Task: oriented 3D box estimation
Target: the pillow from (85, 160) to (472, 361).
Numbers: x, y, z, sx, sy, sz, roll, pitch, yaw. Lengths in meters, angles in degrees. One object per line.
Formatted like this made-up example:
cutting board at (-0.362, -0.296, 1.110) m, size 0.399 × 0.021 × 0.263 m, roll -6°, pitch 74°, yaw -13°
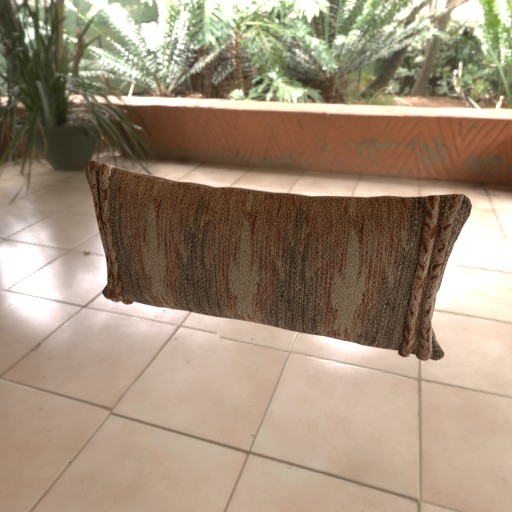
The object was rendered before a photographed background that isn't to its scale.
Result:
pillow at (0.000, 0.000, 0.740) m, size 0.635 × 0.282 × 0.139 m, roll 8°, pitch 28°, yaw 15°
